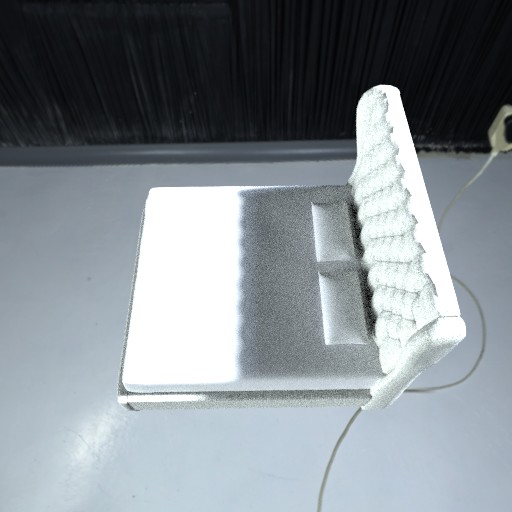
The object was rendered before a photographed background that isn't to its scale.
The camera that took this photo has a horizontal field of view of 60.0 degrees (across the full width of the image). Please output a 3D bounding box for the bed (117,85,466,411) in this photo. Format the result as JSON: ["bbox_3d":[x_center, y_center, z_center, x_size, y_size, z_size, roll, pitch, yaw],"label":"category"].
[{"bbox_3d":[0.000,0.000,3.752,2.347,1.771,2.219,-1,58,0],"label":"bed"}]
